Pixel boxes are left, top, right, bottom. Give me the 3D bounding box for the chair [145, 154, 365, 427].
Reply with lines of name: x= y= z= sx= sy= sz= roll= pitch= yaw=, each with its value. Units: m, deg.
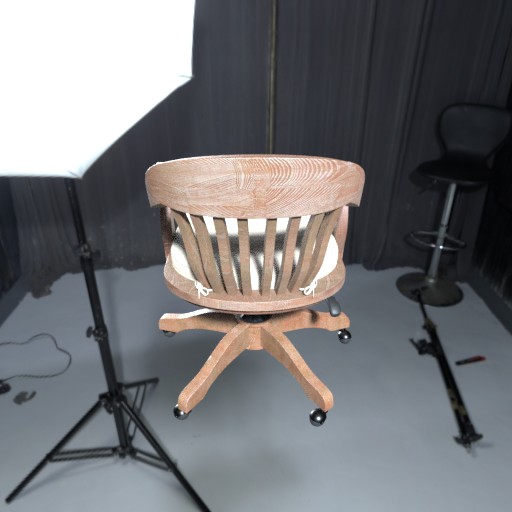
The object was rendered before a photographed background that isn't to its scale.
chair: x=0.000 y=0.000 z=1.459 sx=0.750 sy=0.878 sz=0.788 roll=0 pitch=28 yaw=-1
